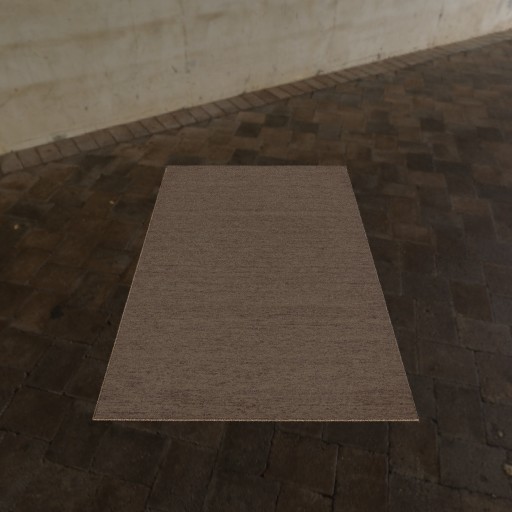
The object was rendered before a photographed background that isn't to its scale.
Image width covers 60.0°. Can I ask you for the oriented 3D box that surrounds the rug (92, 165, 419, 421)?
[{"bbox_3d":[0.000,0.000,2.345,1.225,0.013,1.840,0,42,0],"label":"rug"}]
